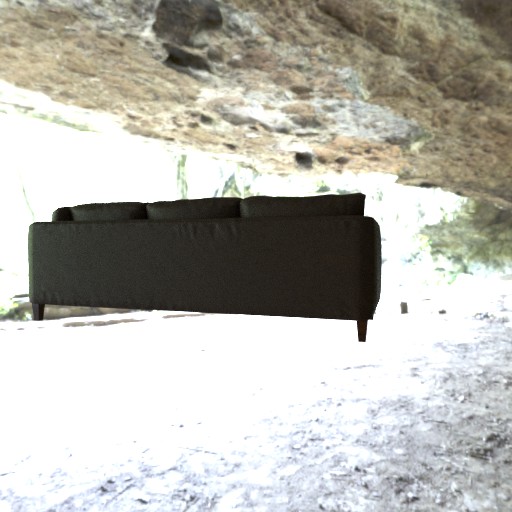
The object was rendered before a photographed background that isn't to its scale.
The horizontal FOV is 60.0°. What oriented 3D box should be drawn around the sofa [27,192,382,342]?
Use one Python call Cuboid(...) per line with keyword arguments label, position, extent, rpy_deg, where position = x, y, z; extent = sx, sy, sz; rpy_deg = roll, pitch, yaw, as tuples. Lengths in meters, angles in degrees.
Cuboid(label="sofa", position=(0.000, 0.000, 4.599), extent=(2.593, 0.923, 3.460), rpy_deg=(0, 2, 18))
